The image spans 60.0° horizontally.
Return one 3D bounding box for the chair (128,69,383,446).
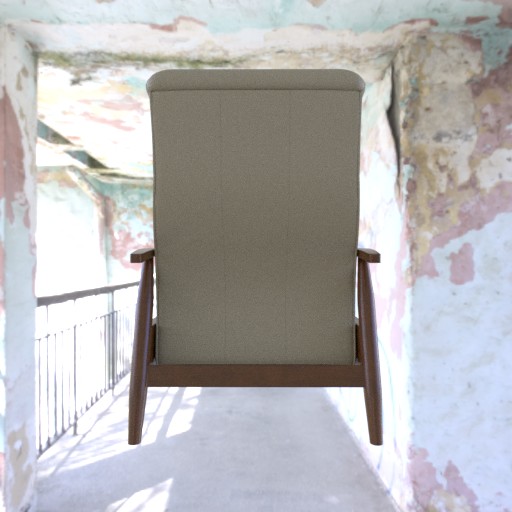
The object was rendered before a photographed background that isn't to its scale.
[{"bbox_3d":[0.000,0.000,1.755,0.762,1.082,1.014,0,0,0],"label":"chair"}]
